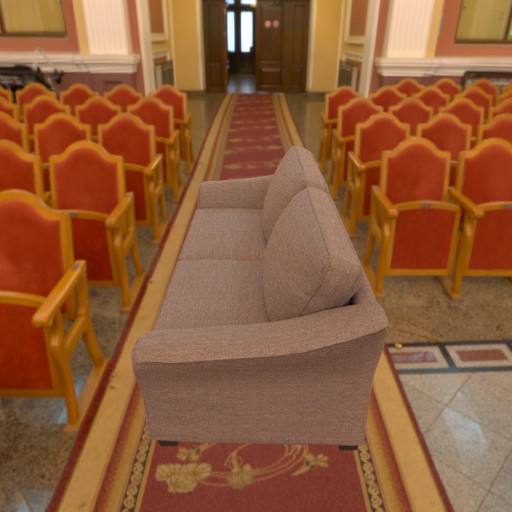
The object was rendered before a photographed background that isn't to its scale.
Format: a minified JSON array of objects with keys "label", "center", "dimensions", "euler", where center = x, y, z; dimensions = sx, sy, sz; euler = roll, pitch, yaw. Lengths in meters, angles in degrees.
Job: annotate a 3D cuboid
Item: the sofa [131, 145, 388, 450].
[{"label":"sofa","center":[0.000,0.000,2.698],"dimensions":[0.980,0.965,2.270],"euler":[0,27,0]}]
